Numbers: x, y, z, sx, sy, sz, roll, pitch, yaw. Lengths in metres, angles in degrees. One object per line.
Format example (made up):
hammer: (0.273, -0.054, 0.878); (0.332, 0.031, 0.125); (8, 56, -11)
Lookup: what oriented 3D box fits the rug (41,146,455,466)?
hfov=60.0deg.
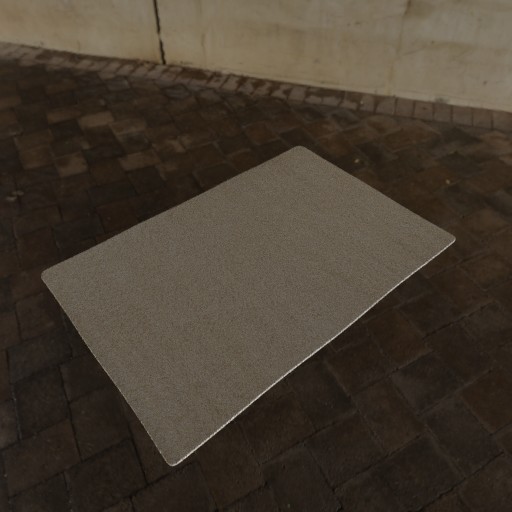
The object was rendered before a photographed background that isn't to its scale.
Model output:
rug: (0.000, 0.000, 3.416); (2.698, 0.025, 1.798); (-31, 54, -27)
